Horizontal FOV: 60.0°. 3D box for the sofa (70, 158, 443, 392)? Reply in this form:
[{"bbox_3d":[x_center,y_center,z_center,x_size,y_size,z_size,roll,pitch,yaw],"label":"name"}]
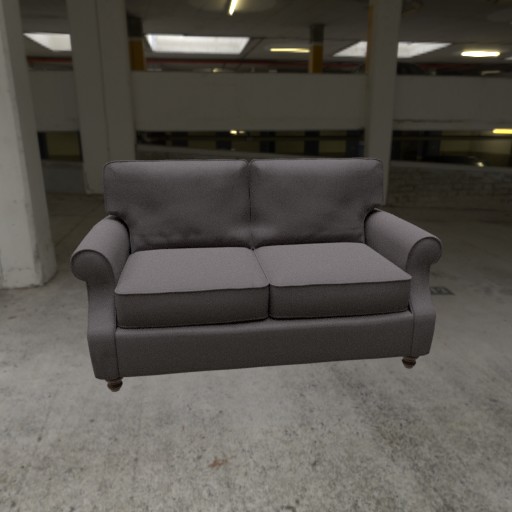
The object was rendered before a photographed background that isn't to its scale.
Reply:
[{"bbox_3d":[0.000,0.000,2.281,1.665,0.937,0.964,-2,17,-8],"label":"sofa"}]
